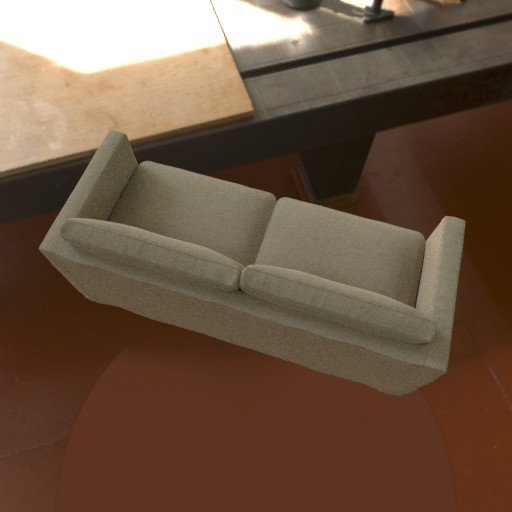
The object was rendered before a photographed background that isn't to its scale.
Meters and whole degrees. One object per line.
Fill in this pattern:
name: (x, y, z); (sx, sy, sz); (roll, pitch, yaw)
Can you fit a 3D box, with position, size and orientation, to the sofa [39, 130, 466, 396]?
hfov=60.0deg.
sofa: (0.000, 0.000, 2.763); (2.296, 0.847, 0.956); (16, 65, 8)
